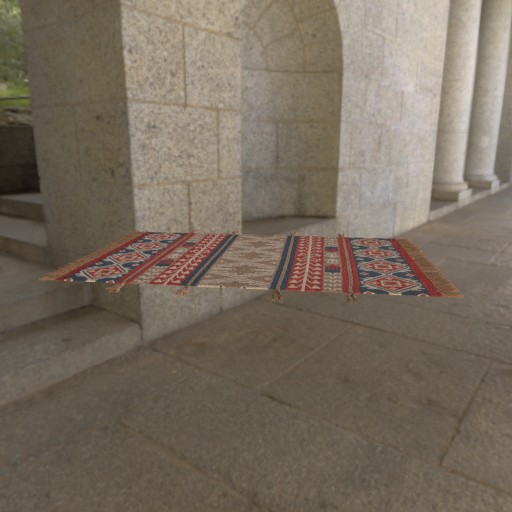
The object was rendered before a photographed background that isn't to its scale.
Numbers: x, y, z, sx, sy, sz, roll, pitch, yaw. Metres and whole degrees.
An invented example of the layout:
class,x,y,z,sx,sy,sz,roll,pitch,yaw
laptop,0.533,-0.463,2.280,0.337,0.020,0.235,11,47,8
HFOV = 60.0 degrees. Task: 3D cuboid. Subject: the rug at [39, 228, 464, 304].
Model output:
class,x,y,z,sx,sy,sz,roll,pitch,yaw
rug,0.000,0.000,3.206,2.450,0.048,1.778,2,14,8
